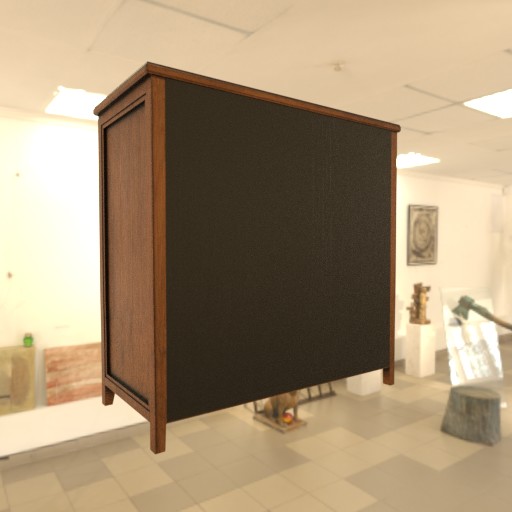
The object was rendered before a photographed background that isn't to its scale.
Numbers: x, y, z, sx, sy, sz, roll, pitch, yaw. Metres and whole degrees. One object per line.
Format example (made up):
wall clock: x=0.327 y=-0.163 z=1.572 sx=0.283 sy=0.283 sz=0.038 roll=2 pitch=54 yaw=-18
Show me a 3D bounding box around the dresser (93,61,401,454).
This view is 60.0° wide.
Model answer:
dresser: x=0.000 y=0.000 z=1.971 sx=1.250 sy=1.224 sz=0.591 roll=-1 pitch=2 yaw=-36
